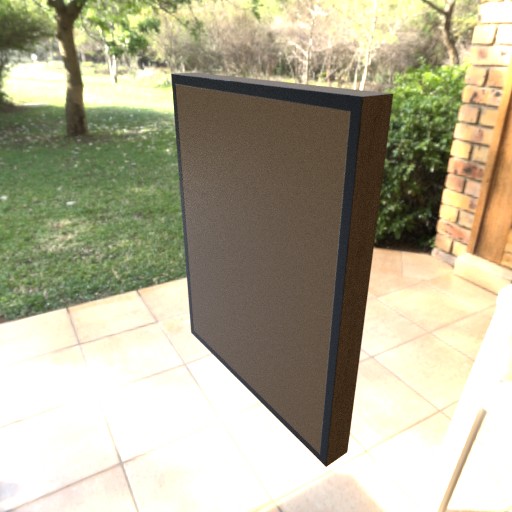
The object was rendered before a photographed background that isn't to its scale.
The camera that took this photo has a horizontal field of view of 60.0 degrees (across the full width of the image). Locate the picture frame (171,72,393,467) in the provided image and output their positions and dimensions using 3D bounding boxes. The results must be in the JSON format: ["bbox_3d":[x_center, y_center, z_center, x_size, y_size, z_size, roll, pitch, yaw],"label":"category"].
[{"bbox_3d":[0.000,0.000,0.715,0.046,0.526,0.421,-18,31,-32],"label":"picture frame"}]
